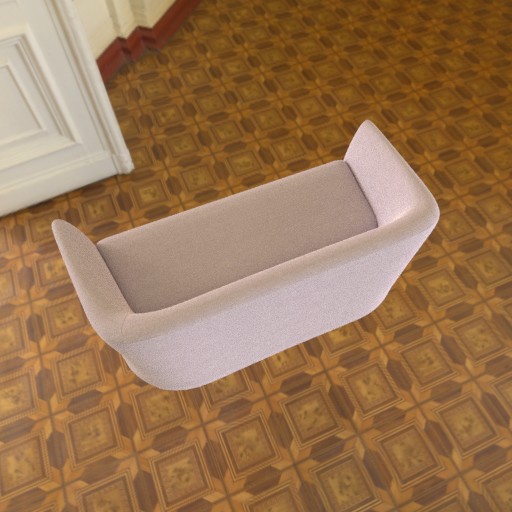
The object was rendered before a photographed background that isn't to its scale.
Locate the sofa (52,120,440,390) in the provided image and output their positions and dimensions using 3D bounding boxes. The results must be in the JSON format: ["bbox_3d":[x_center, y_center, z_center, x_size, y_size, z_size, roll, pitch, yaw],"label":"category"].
[{"bbox_3d":[0.000,0.000,1.899,1.452,0.721,0.705,-20,60,-12],"label":"sofa"}]
